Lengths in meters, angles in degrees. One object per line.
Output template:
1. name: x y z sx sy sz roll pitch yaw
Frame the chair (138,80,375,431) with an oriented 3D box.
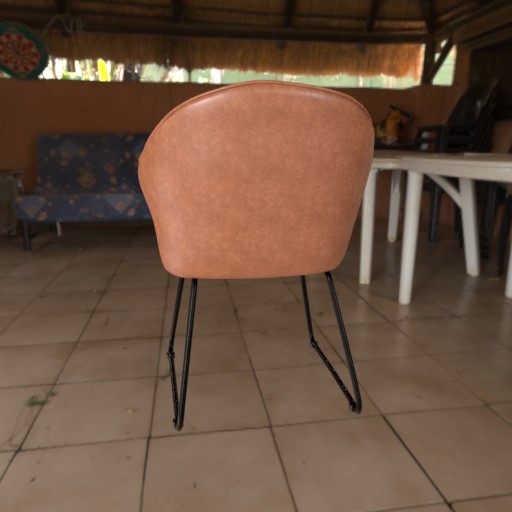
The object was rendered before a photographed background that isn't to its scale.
1. chair: 0.000 0.000 1.157 0.582 0.785 0.580 -2 14 -10
